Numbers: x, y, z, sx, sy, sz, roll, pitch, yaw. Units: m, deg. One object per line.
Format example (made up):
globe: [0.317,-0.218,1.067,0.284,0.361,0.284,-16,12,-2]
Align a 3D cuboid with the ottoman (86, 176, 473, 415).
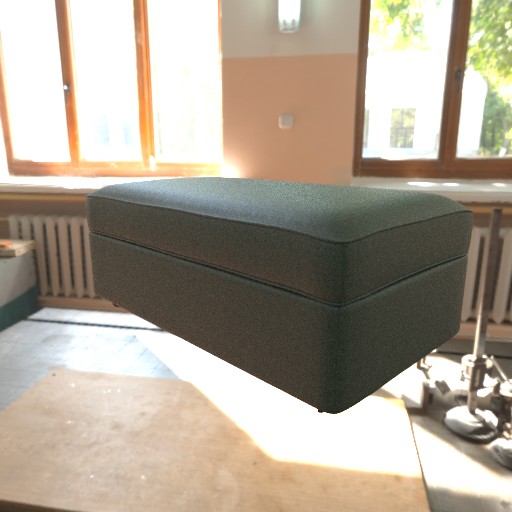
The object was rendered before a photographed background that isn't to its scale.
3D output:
ottoman: [0.000,0.000,1.515,0.681,0.494,1.173,-13,19,-43]
